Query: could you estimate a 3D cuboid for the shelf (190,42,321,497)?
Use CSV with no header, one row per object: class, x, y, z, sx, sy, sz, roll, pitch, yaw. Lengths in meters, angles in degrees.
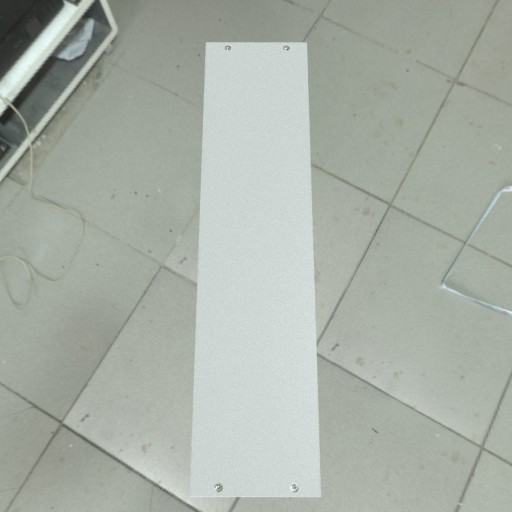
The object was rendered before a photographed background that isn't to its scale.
shelf,0.000,0.000,0.662,0.150,0.170,0.610,0,76,0
